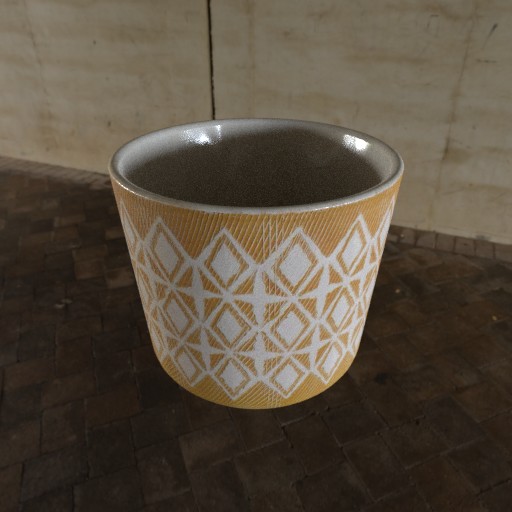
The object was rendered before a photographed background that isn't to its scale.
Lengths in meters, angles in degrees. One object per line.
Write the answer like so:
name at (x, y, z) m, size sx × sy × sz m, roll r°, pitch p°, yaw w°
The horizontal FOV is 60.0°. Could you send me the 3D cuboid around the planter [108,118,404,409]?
planter at (0.000, 0.000, 0.342) m, size 0.193 × 0.165 × 0.193 m, roll 0°, pitch 30°, yaw 0°
